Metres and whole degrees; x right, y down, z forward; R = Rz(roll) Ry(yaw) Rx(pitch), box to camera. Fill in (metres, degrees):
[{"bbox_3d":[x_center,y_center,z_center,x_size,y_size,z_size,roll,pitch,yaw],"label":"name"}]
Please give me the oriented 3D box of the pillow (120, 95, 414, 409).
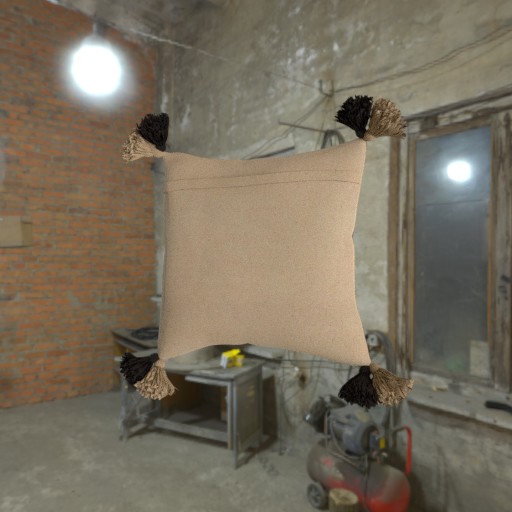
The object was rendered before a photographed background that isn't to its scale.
[{"bbox_3d":[0.000,0.000,0.975,0.654,0.659,0.170,0,-1,16],"label":"pillow"}]
